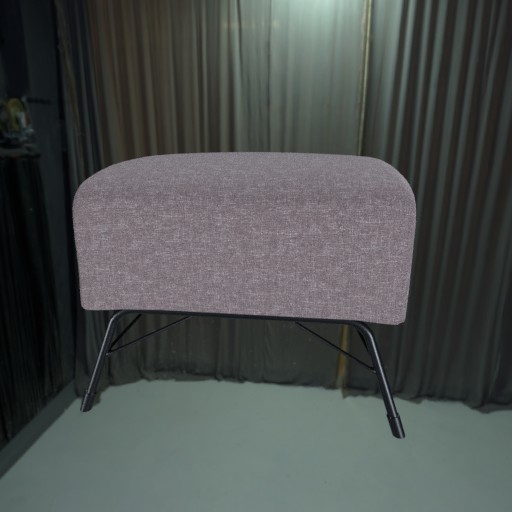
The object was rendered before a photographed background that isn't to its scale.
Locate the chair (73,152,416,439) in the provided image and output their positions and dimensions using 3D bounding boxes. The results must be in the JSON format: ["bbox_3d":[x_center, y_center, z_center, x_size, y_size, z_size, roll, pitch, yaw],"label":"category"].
[{"bbox_3d":[0.000,0.000,0.903,0.530,0.410,0.530,2,16,7],"label":"chair"}]
